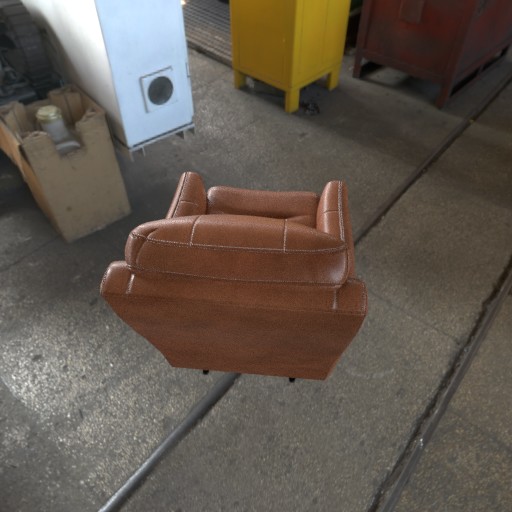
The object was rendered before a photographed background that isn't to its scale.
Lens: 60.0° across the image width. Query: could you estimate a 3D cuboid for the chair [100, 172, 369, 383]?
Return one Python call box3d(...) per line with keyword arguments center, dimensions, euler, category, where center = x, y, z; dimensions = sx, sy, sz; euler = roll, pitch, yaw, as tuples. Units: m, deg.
box3d(center=(0.000, 0.000, 1.748), dimensions=(0.821, 1.016, 1.072), euler=(4, 47, 4), category="chair")
